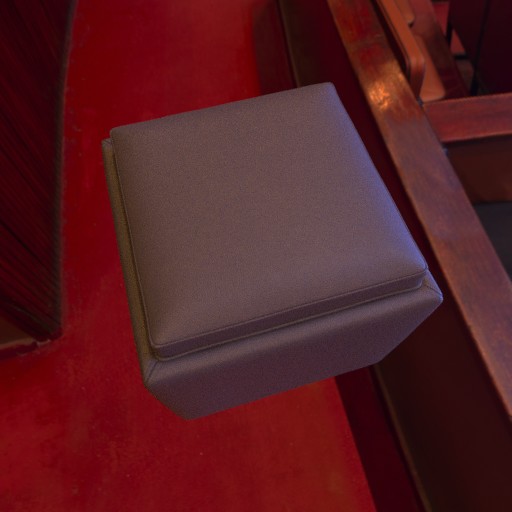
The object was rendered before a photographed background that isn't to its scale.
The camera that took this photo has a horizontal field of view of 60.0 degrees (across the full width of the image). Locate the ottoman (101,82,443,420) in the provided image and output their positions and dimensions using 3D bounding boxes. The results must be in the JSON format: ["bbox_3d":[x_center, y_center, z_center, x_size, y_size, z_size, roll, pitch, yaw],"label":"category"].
[{"bbox_3d":[0.000,0.000,0.834,0.451,0.460,0.450,-15,64,-7],"label":"ottoman"}]
